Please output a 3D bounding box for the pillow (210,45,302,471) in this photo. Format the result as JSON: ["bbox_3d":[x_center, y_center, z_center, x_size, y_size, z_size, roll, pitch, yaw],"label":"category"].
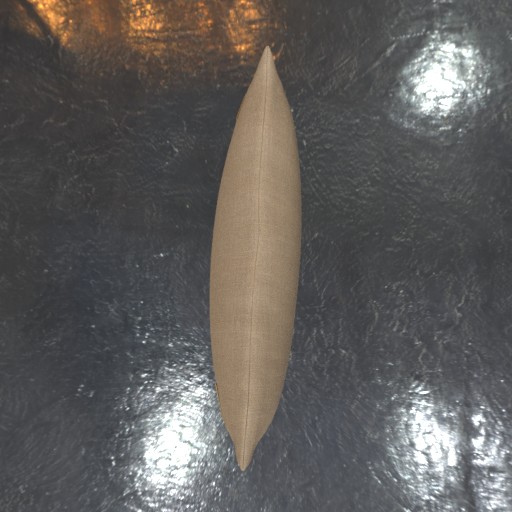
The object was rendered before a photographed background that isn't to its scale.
[{"bbox_3d":[0.000,0.000,0.751,0.148,0.308,0.612,3,77,1],"label":"pillow"}]
